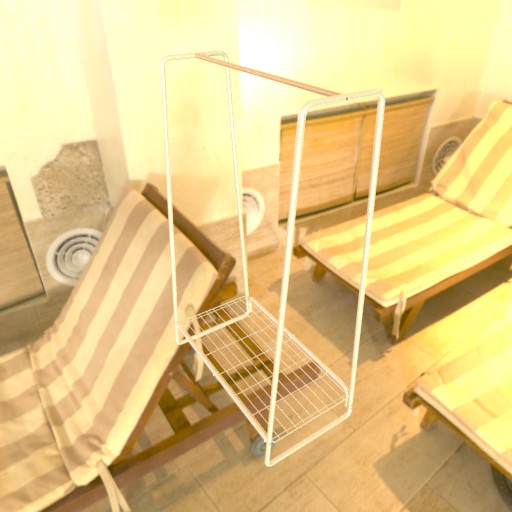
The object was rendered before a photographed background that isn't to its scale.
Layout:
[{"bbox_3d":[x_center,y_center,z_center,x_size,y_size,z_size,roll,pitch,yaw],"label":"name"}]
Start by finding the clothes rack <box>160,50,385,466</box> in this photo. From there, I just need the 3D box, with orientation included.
[{"bbox_3d":[0.000,0.000,1.901,0.495,1.500,0.900,-20,38,-28],"label":"clothes rack"}]
